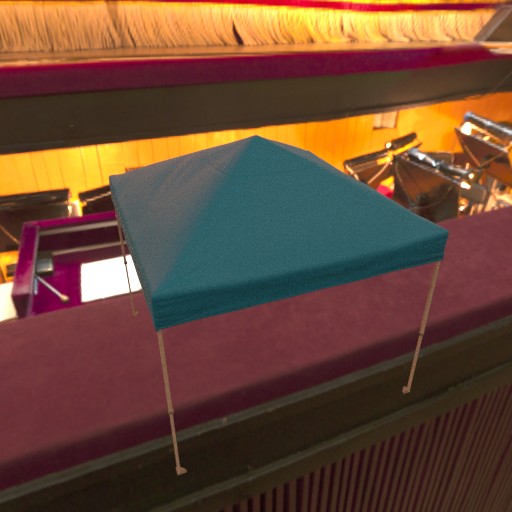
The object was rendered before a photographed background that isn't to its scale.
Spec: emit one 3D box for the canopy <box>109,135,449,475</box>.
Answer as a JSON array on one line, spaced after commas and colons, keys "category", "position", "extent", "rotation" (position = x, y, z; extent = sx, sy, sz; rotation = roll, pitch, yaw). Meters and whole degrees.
[{"category": "canopy", "position": [0.000, 0.000, 5.501], "extent": [2.998, 2.997, 2.996], "rotation": [-12, 32, -19]}]
